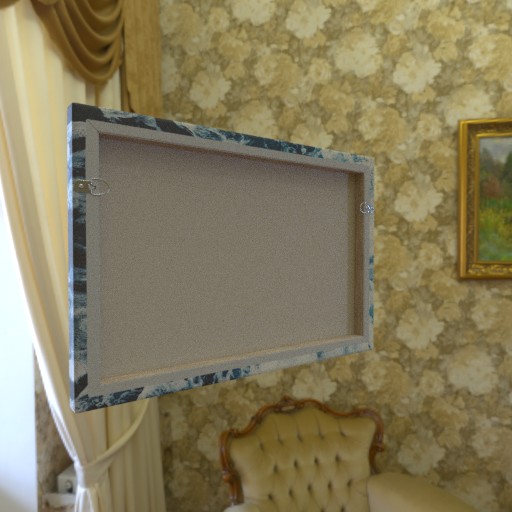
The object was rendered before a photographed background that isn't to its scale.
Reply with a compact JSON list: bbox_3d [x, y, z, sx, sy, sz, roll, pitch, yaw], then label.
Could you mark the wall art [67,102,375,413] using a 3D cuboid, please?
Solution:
[{"bbox_3d":[0.000,0.000,1.151,0.915,0.610,0.042,-1,2,-37],"label":"wall art"}]
